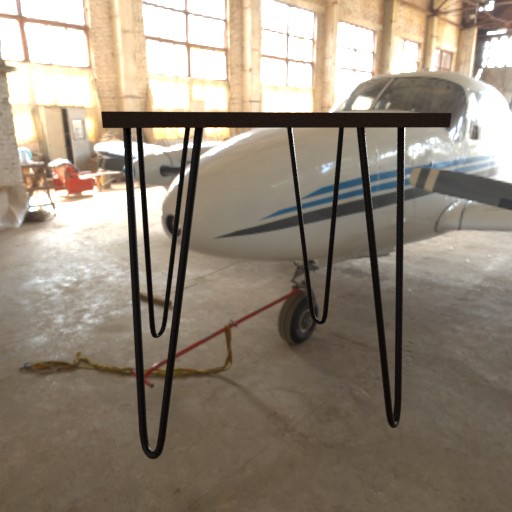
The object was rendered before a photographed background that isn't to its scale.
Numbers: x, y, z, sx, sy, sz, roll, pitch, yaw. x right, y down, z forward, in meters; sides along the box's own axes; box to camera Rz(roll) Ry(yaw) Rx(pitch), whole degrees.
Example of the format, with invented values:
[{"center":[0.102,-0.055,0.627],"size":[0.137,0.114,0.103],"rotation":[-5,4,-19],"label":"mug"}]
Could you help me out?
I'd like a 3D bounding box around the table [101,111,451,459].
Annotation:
[{"center":[0.000,0.000,0.923],"size":[0.495,0.559,0.495],"rotation":[-3,17,-10],"label":"table"}]
